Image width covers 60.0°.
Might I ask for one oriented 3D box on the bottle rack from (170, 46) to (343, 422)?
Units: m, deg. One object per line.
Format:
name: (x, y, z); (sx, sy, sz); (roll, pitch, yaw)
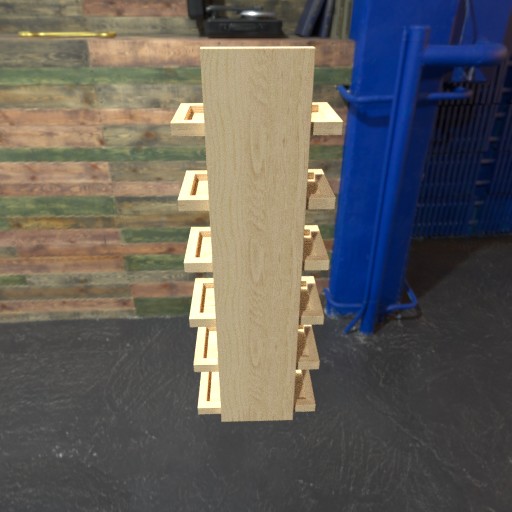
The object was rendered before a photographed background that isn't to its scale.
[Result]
bottle rack: (0.000, 0.000, 1.085); (0.330, 0.943, 0.206); (-1, 30, -2)
